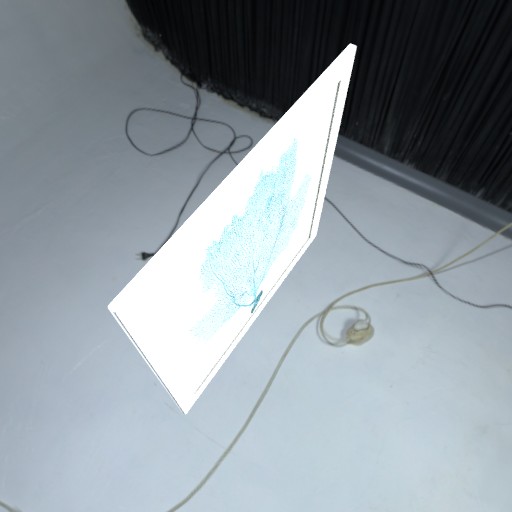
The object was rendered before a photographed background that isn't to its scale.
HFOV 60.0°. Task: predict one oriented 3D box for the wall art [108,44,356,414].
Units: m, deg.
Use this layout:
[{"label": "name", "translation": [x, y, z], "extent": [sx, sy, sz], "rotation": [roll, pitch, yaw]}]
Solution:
[{"label": "wall art", "translation": [0.000, 0.000, 0.875], "extent": [0.013, 0.584, 0.584], "rotation": [30, 64, 17]}]
